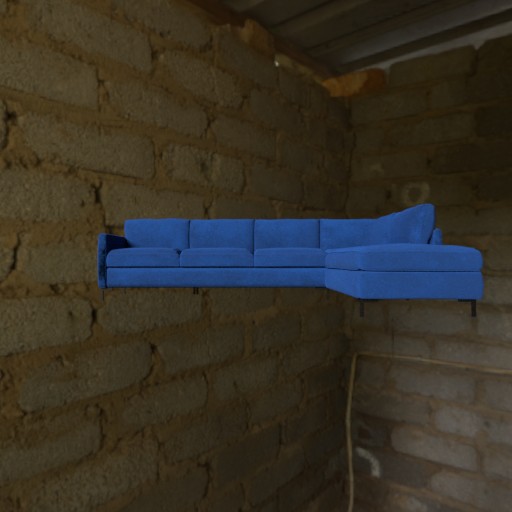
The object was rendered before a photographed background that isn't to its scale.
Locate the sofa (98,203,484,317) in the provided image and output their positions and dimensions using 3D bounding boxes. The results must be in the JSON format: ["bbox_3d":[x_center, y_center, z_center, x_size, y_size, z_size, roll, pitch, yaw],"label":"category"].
[{"bbox_3d":[0.000,0.000,3.247,2.486,0.687,1.707,0,-1,-1],"label":"sofa"}]
